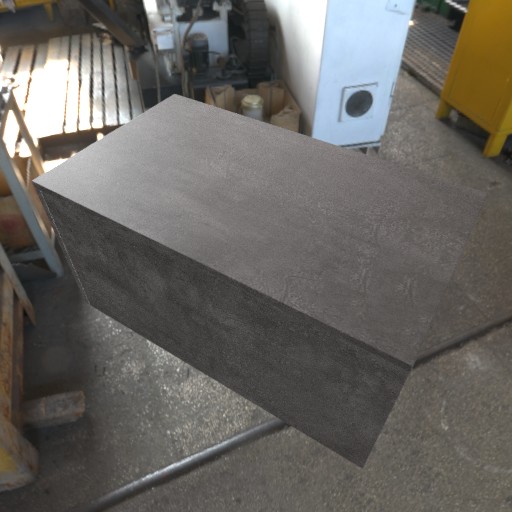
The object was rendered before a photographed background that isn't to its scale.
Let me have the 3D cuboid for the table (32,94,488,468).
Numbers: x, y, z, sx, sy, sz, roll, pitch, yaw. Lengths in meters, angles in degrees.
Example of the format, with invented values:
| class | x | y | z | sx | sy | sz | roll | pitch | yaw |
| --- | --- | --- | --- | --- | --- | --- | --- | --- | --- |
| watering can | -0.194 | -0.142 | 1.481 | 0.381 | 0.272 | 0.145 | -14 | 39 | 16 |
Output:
| class | x | y | z | sx | sy | sz | roll | pitch | yaw |
| --- | --- | --- | --- | --- | --- | --- | --- | --- | --- |
| table | 0.000 | 0.000 | 0.907 | 0.700 | 0.350 | 0.400 | 24 | 51 | 22 |
